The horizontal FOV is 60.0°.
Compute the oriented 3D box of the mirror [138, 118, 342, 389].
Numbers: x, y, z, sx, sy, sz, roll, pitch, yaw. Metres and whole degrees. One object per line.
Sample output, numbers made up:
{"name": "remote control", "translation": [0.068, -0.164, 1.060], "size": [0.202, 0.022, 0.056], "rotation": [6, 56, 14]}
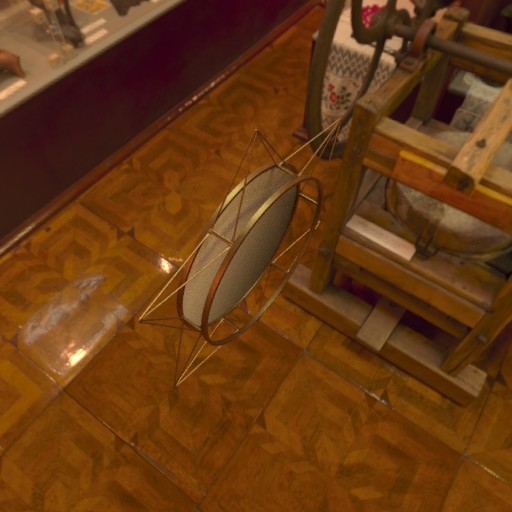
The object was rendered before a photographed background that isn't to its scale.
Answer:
{"name": "mirror", "translation": [0.000, 0.000, 0.802], "size": [0.062, 0.581, 0.498], "rotation": [33, 63, 20]}
